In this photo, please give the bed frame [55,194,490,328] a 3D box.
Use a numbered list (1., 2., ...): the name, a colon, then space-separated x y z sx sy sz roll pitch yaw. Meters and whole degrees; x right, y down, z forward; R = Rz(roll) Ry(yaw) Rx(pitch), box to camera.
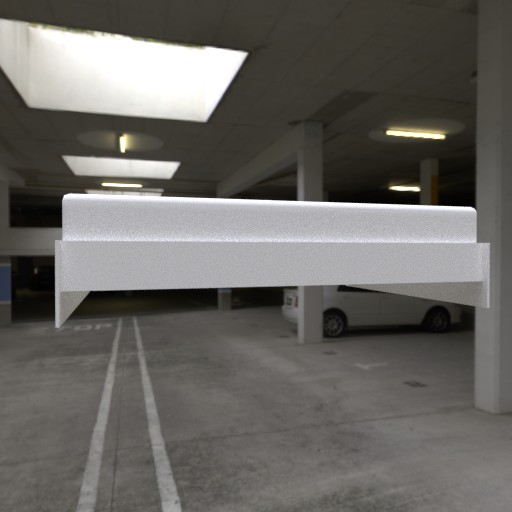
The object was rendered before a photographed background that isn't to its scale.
1. bed frame: 0.000 0.000 2.574 1.945 0.497 1.445 0 1 -16
